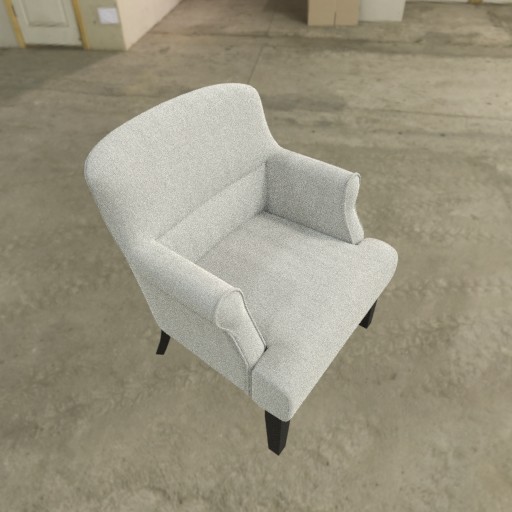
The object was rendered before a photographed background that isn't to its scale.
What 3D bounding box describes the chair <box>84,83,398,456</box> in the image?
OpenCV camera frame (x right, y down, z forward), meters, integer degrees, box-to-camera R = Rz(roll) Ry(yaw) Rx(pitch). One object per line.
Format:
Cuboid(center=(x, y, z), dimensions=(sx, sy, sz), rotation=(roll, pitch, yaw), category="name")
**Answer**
Cuboid(center=(0.000, 0.000, 1.483), dimensions=(0.750, 0.875, 0.781), rotation=(26, 48, 26), category="chair")
